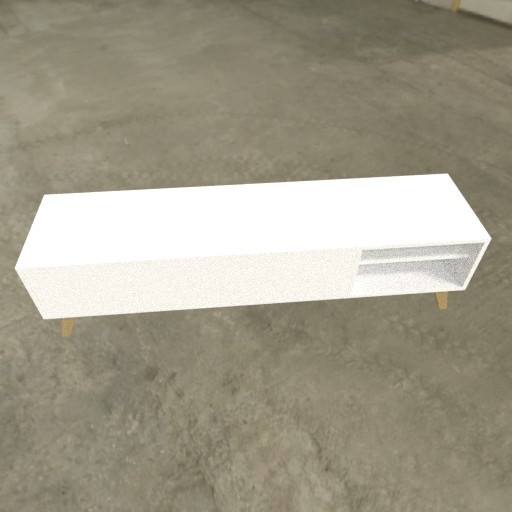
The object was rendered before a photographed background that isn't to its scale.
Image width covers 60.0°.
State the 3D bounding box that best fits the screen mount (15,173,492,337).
[{"bbox_3d":[0.000,0.000,1.816,1.644,0.432,0.399,-4,45,-4],"label":"screen mount"}]
